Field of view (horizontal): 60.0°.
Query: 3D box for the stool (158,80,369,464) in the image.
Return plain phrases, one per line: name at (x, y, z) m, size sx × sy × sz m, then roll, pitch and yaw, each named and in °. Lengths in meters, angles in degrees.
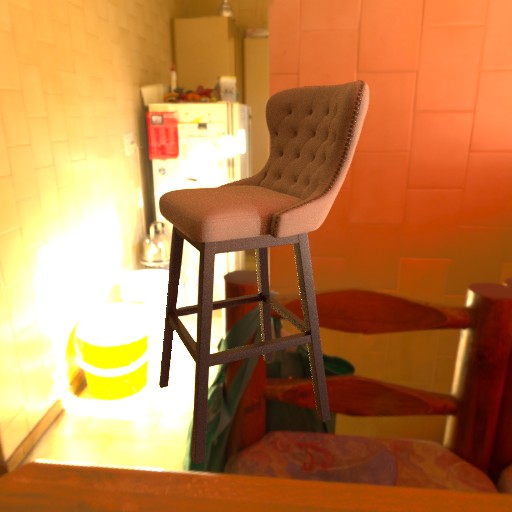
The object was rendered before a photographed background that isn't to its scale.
stool at (0.000, 0.000, 1.446) m, size 0.605 × 1.066 × 0.528 m, roll -8°, pitch 19°, yaw -24°
